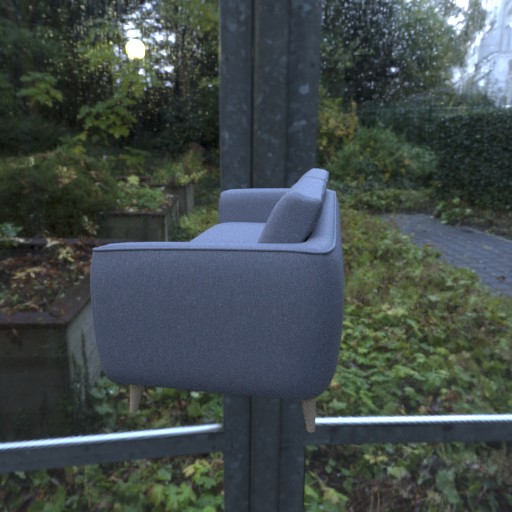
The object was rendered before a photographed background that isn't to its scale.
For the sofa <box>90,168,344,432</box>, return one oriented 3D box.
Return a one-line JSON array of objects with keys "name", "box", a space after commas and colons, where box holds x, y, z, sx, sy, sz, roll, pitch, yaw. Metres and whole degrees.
[{"name": "sofa", "box": [0.000, 0.000, 2.467, 0.920, 0.870, 2.000, 2, 15, 10]}]
